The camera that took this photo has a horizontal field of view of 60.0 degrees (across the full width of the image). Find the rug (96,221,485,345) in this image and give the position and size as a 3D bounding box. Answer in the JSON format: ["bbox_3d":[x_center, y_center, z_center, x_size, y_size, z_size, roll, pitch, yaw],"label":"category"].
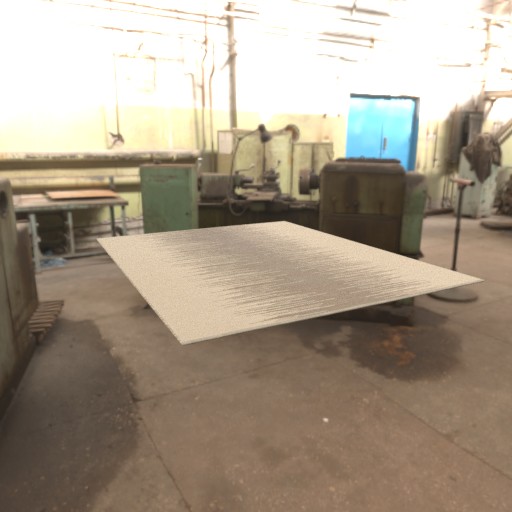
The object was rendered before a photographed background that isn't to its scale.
[{"bbox_3d":[0.000,0.000,4.194,2.453,0.010,3.037,-7,16,-27],"label":"rug"}]
